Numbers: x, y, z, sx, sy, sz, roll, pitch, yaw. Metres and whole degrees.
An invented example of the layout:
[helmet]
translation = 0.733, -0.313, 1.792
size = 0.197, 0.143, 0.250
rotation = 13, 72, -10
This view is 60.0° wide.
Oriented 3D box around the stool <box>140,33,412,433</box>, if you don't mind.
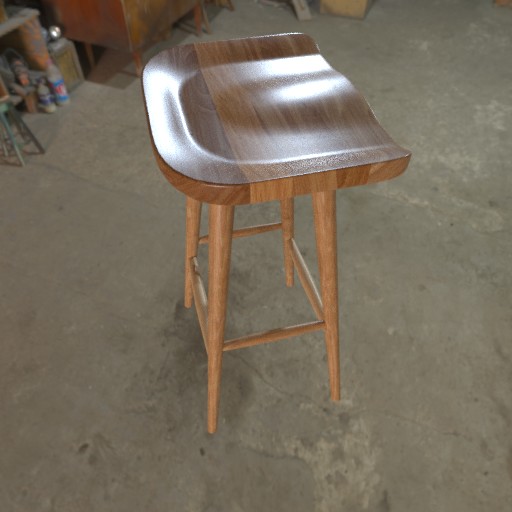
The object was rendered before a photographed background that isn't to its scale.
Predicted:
[stool]
translation = 0.000, 0.000, 0.903
size = 0.322, 0.698, 0.407
rotation = -11, 48, -10
